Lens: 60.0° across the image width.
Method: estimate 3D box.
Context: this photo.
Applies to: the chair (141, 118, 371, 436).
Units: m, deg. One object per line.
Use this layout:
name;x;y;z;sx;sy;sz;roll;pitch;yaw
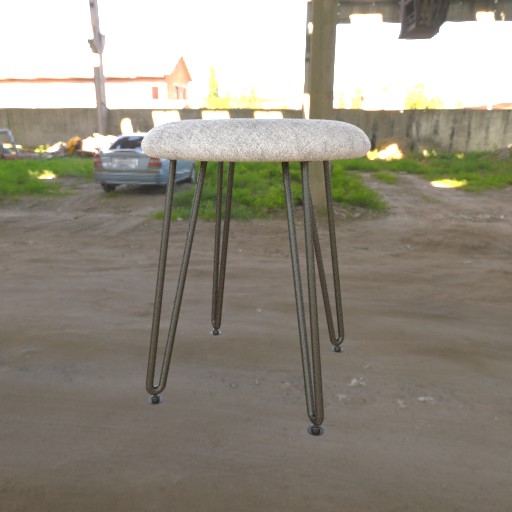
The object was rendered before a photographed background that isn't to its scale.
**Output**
chair;0.000;0.000;0.656;0.350;0.386;0.350;-8;18;-27
